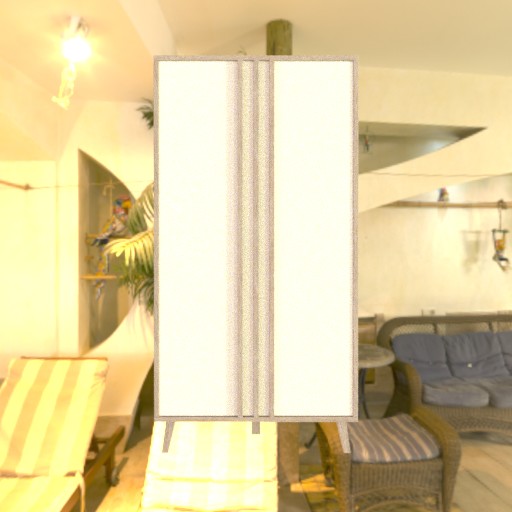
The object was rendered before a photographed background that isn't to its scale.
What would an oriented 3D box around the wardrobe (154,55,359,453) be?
[{"bbox_3d":[0.000,0.000,2.447,1.000,1.960,0.600,0,0,0],"label":"wardrobe"}]
